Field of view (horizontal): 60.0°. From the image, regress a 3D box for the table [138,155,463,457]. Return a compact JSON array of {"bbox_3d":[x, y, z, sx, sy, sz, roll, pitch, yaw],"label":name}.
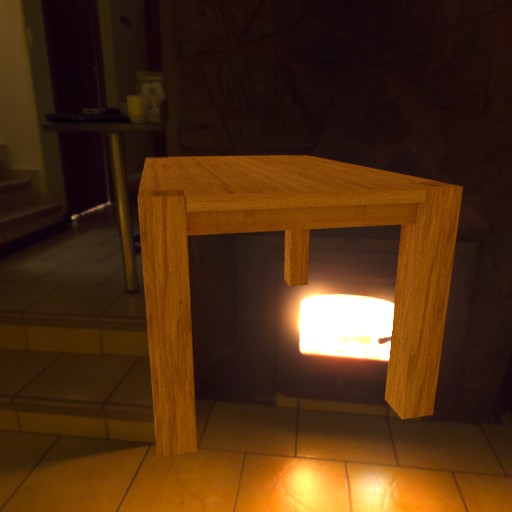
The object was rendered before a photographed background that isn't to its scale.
[{"bbox_3d":[0.000,0.000,1.930,0.900,0.760,1.400,-4,17,-12],"label":"table"}]
